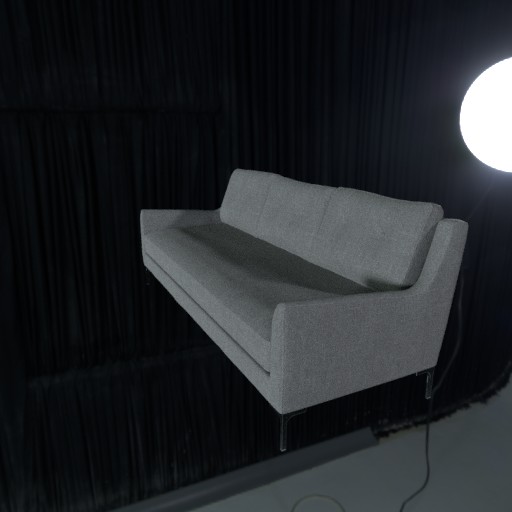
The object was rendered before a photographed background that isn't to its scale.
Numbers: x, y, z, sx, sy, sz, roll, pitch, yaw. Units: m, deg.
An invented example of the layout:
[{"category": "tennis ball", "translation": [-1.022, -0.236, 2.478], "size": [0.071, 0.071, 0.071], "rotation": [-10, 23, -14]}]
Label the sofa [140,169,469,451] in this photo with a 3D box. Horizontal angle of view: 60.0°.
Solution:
[{"category": "sofa", "translation": [0.000, 0.000, 2.505], "size": [0.849, 0.837, 2.060], "rotation": [-8, 18, -26]}]
